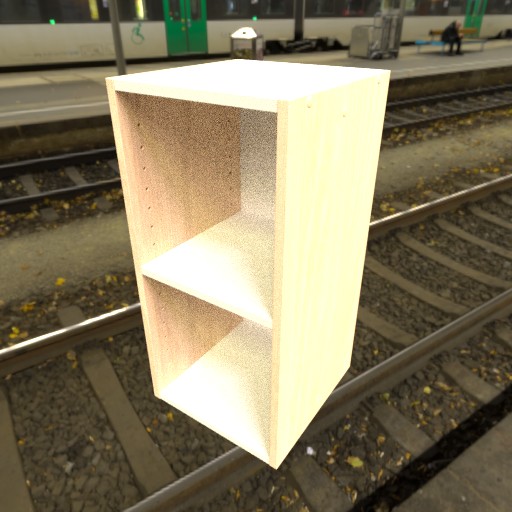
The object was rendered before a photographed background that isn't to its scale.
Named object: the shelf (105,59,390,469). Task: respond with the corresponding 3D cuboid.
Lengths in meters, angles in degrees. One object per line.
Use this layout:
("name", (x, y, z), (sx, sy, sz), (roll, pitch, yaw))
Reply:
("shelf", (0.000, 0.000, 0.776), (0.290, 0.594, 0.297), (19, 34, 30))
